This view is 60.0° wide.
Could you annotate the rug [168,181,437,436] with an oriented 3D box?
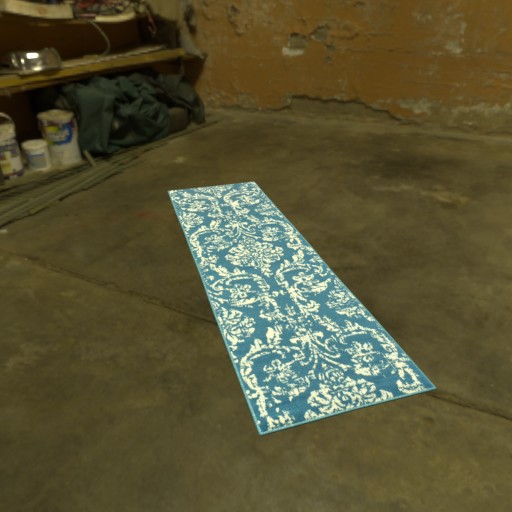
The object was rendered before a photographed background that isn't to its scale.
[{"bbox_3d":[0.000,0.000,2.395,0.662,0.011,2.196,-9,31,-15],"label":"rug"}]
